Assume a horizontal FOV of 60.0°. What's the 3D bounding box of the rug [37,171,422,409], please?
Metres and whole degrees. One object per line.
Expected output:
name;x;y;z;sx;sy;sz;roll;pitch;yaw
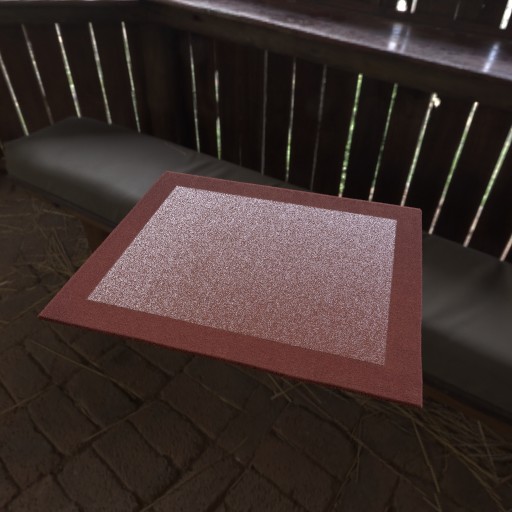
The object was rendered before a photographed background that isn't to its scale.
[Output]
rug;0.000;0.000;4.132;2.976;0.018;2.430;10;42;12
